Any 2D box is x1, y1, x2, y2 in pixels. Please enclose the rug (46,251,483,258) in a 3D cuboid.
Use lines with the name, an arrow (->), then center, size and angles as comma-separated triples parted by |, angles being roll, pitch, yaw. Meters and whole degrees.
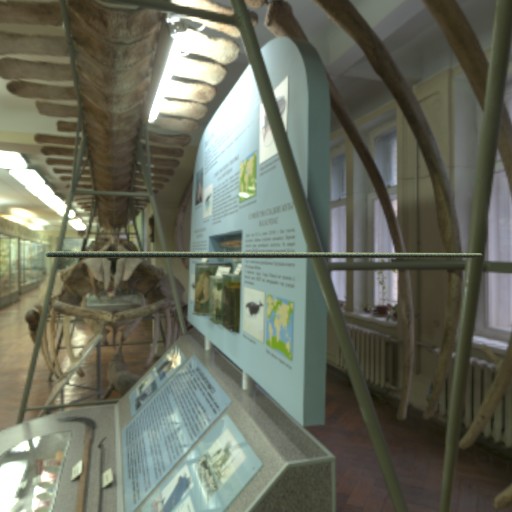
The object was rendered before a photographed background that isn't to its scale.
rug -> 0.000, 0.000, 3.044 | 2.450, 0.027, 1.540 | 0, 0, -18
